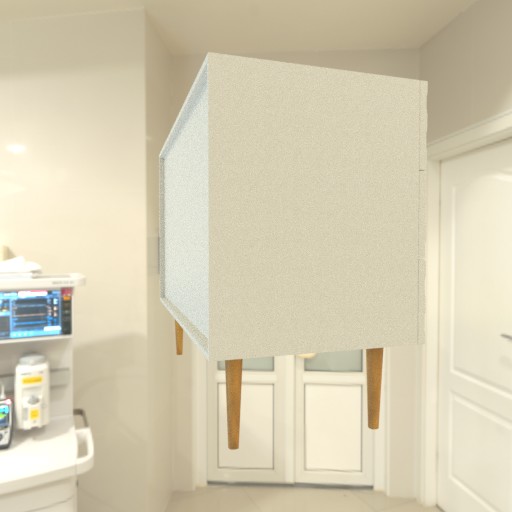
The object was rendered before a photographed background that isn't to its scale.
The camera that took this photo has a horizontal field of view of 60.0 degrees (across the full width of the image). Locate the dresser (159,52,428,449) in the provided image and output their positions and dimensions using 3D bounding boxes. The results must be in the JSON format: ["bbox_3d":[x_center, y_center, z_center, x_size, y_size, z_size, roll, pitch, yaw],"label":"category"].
[{"bbox_3d":[0.000,0.000,1.266,0.457,0.721,0.905,0,1,-18],"label":"dresser"}]
